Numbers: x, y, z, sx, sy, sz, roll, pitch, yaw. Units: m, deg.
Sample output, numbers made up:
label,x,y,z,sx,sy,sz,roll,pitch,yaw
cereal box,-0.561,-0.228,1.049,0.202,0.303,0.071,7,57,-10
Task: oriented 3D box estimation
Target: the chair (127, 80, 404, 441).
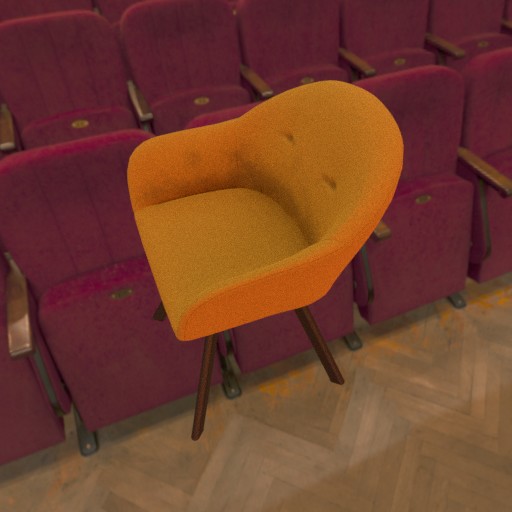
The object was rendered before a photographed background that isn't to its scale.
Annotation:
label,x,y,z,sx,sy,sz,roll,pitch,yaw
chair,0.000,0.000,1.143,0.565,0.775,0.545,-17,47,-16
